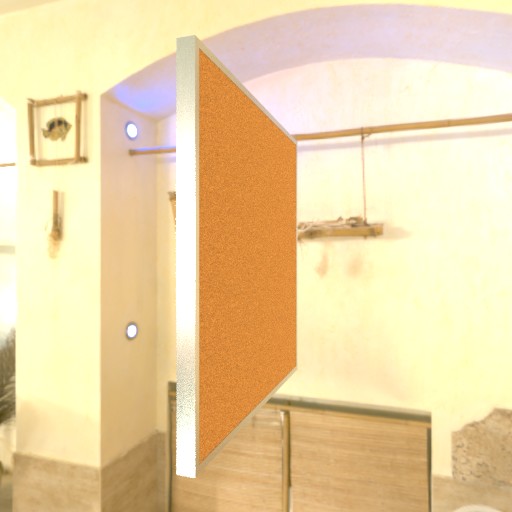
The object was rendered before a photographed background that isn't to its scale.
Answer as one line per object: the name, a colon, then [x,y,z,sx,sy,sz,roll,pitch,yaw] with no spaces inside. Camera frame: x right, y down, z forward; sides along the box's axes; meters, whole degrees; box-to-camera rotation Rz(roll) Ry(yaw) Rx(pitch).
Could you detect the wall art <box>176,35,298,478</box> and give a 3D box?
wall art: [0.000,0.000,1.195,0.038,0.806,0.806,0,0,19]
